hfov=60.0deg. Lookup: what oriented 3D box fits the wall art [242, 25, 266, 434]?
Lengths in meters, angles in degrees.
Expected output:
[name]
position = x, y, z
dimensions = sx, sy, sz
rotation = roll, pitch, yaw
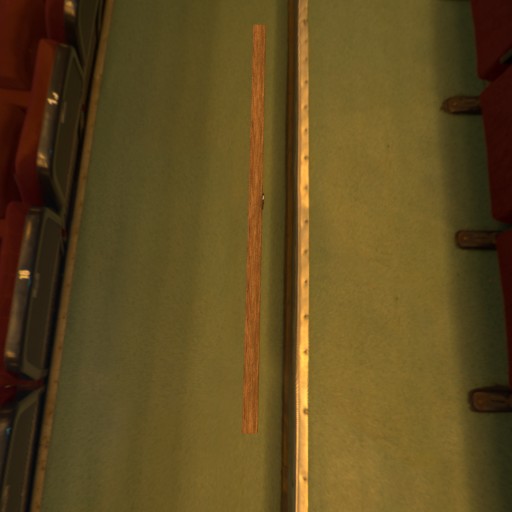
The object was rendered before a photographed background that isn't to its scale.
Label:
[wall art]
position = 0.000, 0.000, 0.844
dimensions = 0.021, 0.576, 0.561
rotation = 1, 76, 0
